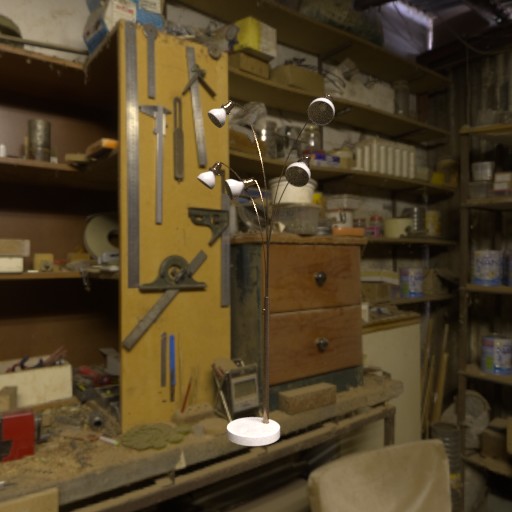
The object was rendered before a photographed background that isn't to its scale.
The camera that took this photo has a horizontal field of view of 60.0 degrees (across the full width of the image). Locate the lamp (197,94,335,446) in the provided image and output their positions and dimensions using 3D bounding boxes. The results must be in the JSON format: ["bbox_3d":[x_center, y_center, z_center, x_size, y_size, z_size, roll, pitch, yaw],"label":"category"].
[{"bbox_3d":[0.000,0.000,2.986,0.361,2.423,1.405,1,-1,-36],"label":"lamp"}]
